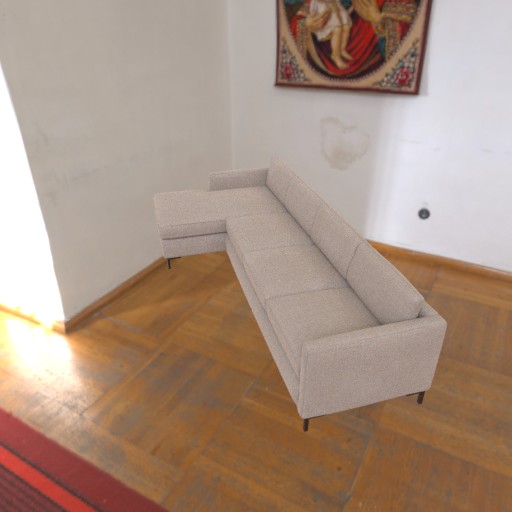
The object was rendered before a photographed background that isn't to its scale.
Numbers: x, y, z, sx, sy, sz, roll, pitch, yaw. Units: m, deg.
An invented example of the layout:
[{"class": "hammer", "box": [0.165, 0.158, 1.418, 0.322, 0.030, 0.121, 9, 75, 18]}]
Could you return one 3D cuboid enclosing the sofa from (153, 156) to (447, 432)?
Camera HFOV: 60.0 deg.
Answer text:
[{"class": "sofa", "box": [0.000, 0.000, 3.635, 1.469, 0.816, 2.923, -8, 31, -13]}]
